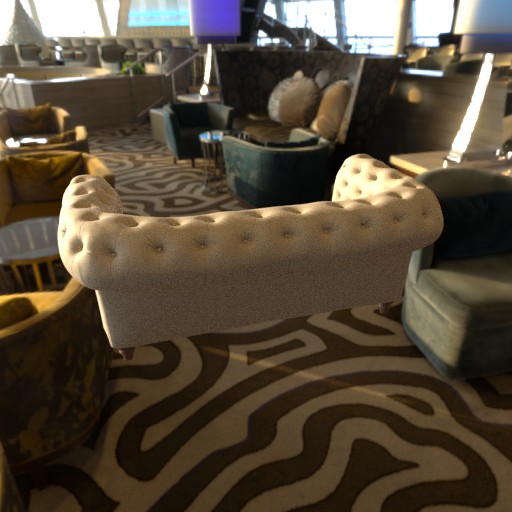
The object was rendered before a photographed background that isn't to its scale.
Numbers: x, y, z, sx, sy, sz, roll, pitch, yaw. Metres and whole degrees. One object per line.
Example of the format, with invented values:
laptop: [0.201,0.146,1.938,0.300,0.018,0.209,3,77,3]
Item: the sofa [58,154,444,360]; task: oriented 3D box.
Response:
sofa: [0.000,0.000,2.490,1.988,0.835,1.069,-8,27,-15]
